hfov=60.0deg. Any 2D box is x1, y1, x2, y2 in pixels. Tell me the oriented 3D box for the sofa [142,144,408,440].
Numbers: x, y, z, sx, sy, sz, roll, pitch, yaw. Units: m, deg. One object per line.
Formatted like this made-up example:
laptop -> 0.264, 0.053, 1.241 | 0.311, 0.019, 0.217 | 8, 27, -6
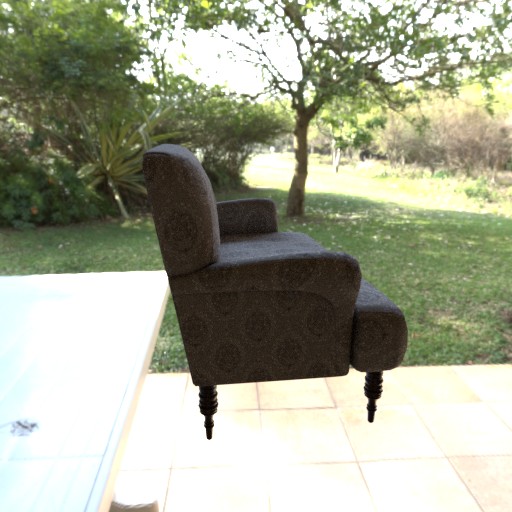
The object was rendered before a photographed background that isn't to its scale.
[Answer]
sofa -> 0.000, 0.000, 1.837 | 0.779, 0.889, 1.297 | -2, 15, -9
